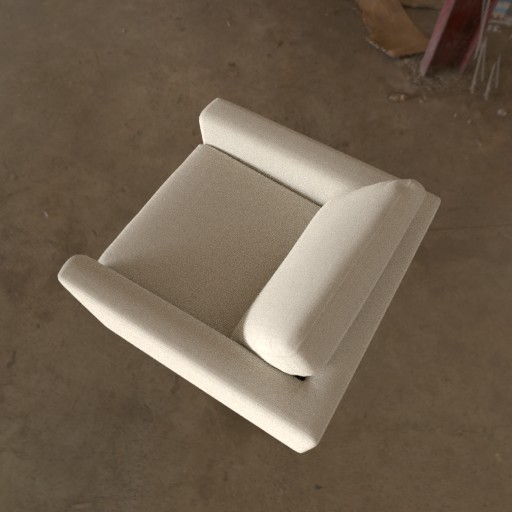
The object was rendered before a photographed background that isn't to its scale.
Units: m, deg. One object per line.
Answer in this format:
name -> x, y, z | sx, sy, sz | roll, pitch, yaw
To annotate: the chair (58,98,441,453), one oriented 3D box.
chair -> 0.000, 0.000, 1.842 | 1.100, 0.876, 1.070 | 29, 67, 14
